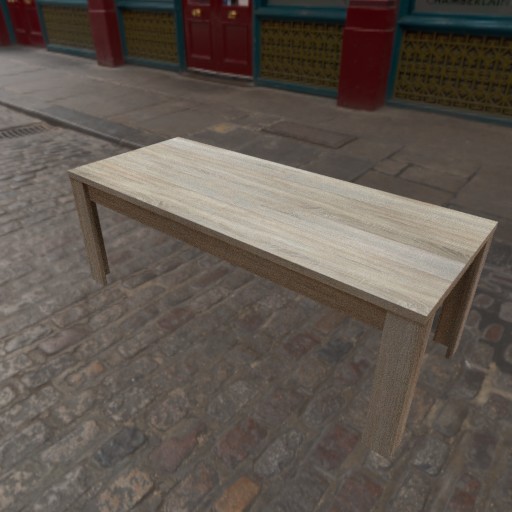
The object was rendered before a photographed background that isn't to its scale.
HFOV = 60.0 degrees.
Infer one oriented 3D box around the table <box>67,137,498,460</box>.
[{"bbox_3d":[0.000,0.000,2.580,2.200,0.790,0.900,23,38,33],"label":"table"}]
